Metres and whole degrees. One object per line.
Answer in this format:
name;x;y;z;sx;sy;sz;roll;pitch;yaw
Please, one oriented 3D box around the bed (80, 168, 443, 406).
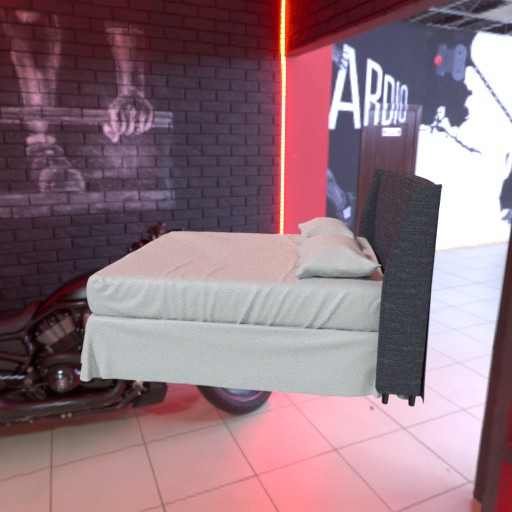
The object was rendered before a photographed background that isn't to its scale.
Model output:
bed;0.000;0.000;3.520;2.276;1.332;1.925;2;14;8
